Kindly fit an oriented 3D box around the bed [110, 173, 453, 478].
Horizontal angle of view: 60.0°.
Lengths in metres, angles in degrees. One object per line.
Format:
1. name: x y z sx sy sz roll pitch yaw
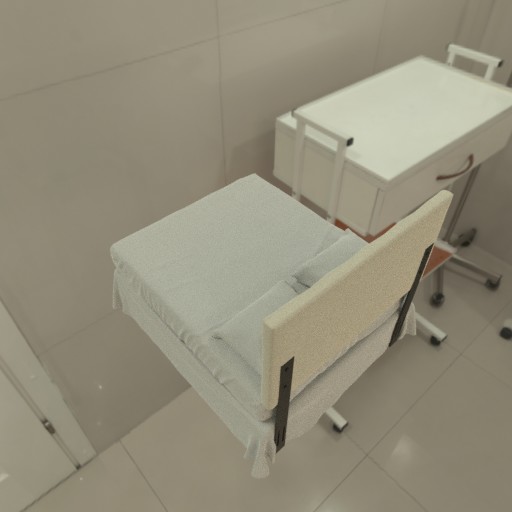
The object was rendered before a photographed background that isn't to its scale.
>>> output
1. bed: 0.000 0.000 3.572 1.936 1.577 2.222 -32 53 -28
